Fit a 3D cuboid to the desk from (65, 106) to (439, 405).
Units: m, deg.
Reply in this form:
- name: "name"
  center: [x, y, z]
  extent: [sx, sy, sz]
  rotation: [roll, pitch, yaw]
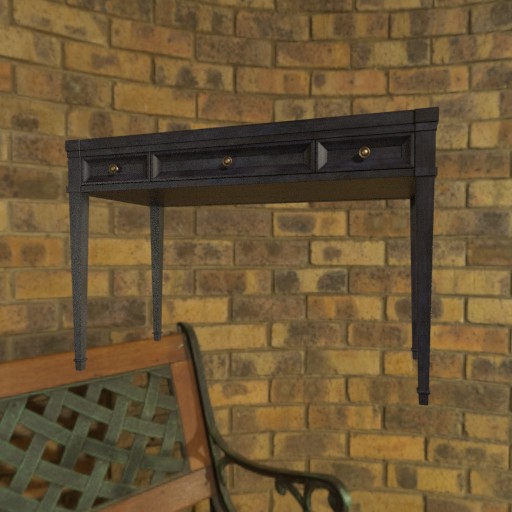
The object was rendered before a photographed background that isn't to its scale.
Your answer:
- name: "desk"
  center: [0.000, 0.000, 1.756]
  extent: [1.289, 0.861, 0.630]
  rotation: [0, 1, 18]
